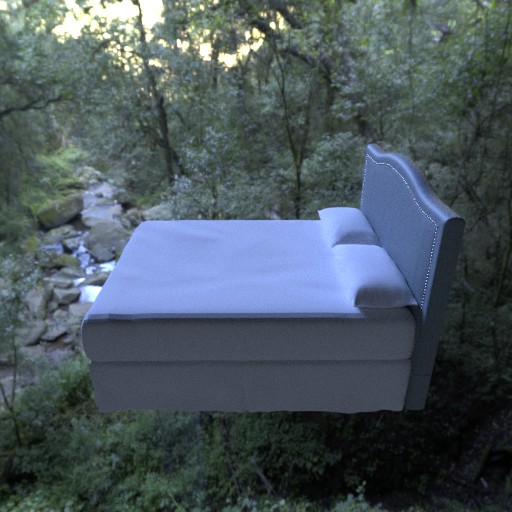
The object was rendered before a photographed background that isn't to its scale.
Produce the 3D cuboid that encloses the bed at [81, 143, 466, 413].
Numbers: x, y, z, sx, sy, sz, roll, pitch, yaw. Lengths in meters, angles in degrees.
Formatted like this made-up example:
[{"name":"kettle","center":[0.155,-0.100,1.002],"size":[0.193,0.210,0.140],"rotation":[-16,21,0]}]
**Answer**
[{"name":"bed","center":[0.000,0.000,3.288],"size":[2.143,1.460,1.753],"rotation":[0,26,0]}]
